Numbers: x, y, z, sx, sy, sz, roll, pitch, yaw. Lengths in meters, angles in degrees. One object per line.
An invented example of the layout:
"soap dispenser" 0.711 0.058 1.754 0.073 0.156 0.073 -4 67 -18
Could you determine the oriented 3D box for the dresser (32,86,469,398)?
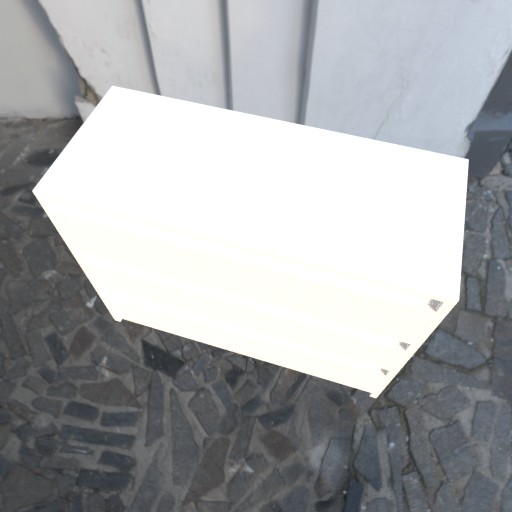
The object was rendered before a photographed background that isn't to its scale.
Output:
"dresser" 0.000 0.000 1.550 1.100 0.820 0.460 15 59 9
